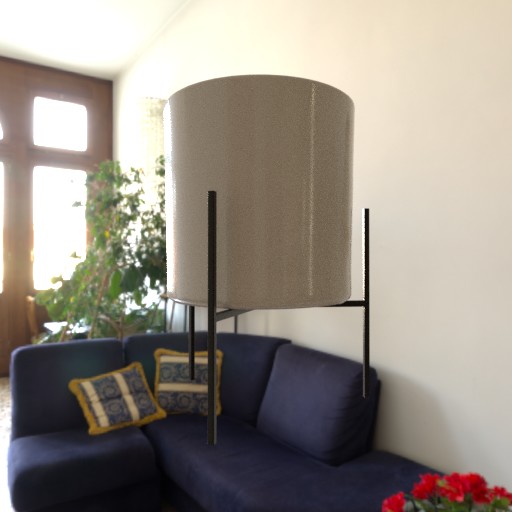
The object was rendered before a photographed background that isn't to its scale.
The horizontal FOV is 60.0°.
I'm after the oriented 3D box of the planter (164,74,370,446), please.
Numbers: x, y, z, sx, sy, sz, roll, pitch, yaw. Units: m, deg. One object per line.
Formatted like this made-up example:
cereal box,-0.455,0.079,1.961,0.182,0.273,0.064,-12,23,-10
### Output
planter,0.000,0.000,0.647,0.307,0.431,0.308,0,-1,19
